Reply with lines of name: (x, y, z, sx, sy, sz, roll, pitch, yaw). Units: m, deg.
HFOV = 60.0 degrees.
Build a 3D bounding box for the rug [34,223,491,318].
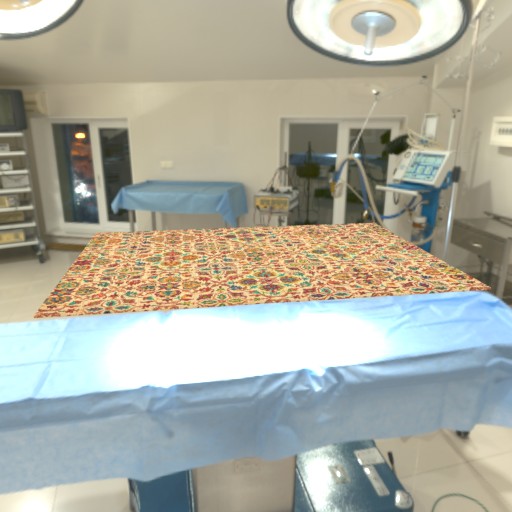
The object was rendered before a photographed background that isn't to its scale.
rug: (0.000, 0.000, 2.328, 1.838, 0.013, 1.226, -3, 18, -8)
